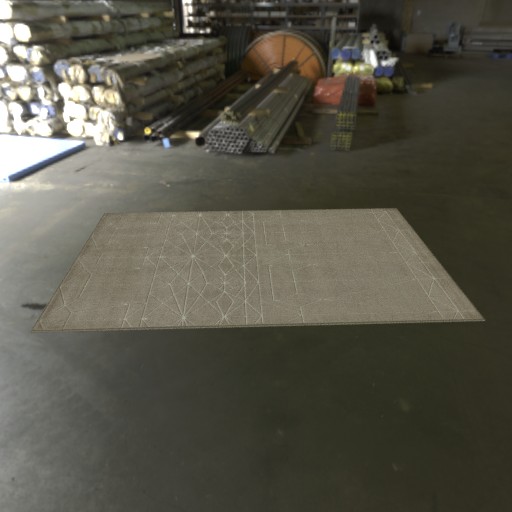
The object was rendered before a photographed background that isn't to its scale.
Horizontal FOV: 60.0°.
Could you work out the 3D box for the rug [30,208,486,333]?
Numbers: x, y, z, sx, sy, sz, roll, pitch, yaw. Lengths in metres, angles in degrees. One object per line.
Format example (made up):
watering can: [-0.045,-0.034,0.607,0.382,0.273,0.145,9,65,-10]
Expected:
rug: [0.000,0.000,3.032,2.438,0.012,1.524,-1,30,-2]
